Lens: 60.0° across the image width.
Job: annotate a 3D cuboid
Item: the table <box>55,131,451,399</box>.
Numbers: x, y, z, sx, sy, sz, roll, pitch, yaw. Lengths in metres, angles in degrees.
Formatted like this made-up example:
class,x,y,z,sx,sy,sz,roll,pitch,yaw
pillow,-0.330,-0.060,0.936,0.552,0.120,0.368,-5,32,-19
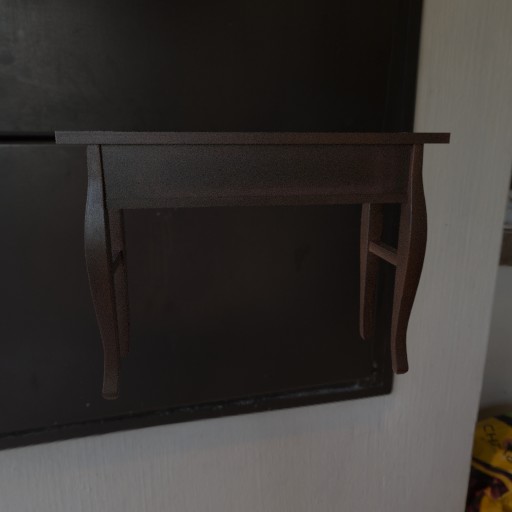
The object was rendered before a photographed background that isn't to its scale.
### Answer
class,x,y,z,sx,sy,sz,roll,pitch,yaw
table,0.000,0.000,1.439,1.062,0.768,0.373,-2,14,-9
